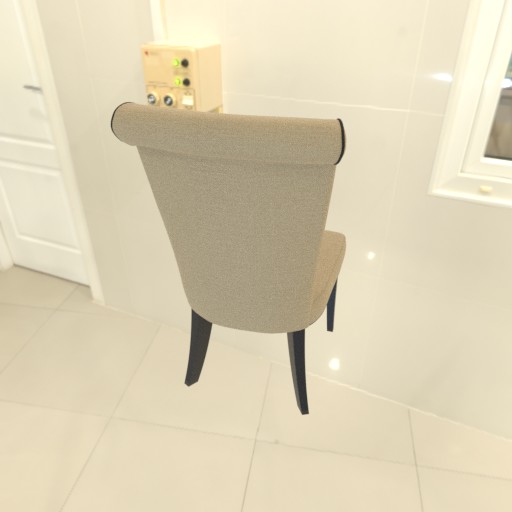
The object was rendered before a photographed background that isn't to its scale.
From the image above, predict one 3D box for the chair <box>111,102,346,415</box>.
[{"bbox_3d":[0.000,0.000,1.379,0.522,0.997,0.623,9,33,14],"label":"chair"}]
